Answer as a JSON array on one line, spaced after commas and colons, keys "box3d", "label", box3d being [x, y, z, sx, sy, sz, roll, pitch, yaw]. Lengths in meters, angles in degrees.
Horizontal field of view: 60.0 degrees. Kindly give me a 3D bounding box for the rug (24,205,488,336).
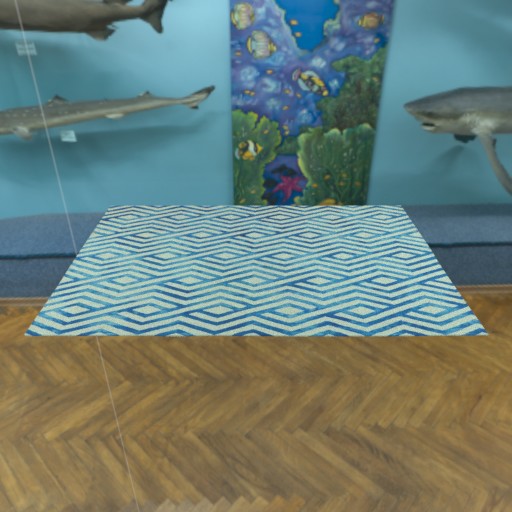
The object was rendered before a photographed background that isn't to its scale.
[{"box3d": [0.000, 0.000, 2.266, 1.830, 0.008, 1.225, 0, 31, 0], "label": "rug"}]
